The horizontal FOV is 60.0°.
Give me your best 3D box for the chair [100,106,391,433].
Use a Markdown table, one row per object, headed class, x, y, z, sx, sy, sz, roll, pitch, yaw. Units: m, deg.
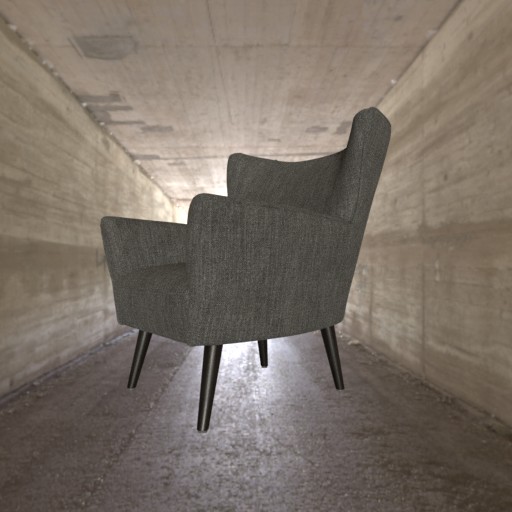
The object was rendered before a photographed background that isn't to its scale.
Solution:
| class | x | y | z | sx | sy | sz | roll | pitch | yaw |
| --- | --- | --- | --- | --- | --- | --- | --- | --- | --- |
| chair | 0.000 | 0.000 | 1.583 | 0.888 | 0.933 | 0.781 | 1 | -1 | -37 |
